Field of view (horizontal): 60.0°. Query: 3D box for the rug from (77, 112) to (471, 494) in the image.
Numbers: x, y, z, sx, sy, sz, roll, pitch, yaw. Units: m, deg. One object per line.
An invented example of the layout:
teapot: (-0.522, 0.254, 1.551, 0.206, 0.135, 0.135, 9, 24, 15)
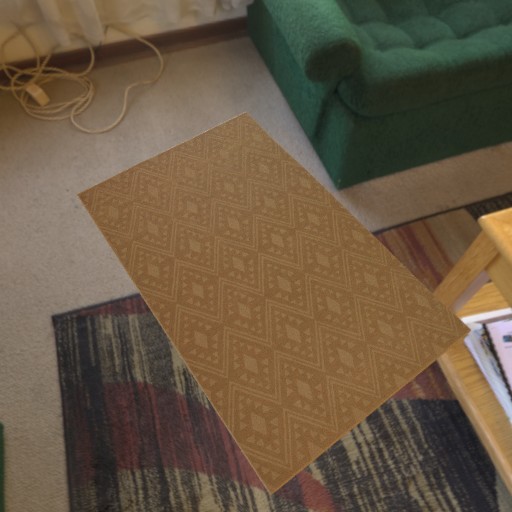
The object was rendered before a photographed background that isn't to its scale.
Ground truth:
rug: (0.000, 0.000, 3.022, 1.553, 0.053, 2.430, -31, 64, -18)
